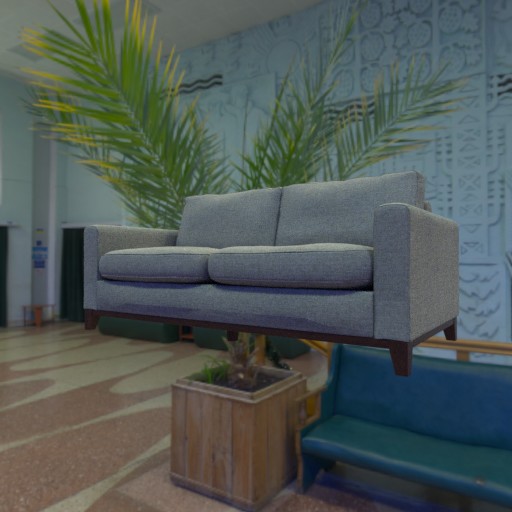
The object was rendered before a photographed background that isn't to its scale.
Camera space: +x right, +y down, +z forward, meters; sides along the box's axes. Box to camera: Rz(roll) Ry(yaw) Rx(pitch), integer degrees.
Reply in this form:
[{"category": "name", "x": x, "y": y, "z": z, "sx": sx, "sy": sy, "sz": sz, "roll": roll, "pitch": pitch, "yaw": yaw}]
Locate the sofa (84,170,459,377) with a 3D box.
[{"category": "sofa", "x": 0.000, "y": 0.000, "z": 2.516, "sx": 1.978, "sy": 0.892, "sz": 0.969, "roll": 0, "pitch": -1, "yaw": 35}]
